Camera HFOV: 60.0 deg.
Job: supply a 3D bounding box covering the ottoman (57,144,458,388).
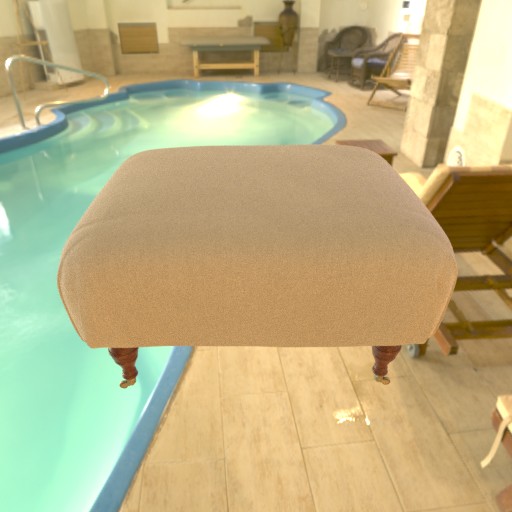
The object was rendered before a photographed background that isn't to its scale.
[{"bbox_3d":[0.000,0.000,1.089,0.746,0.450,0.622,-1,31,-1],"label":"ottoman"}]
